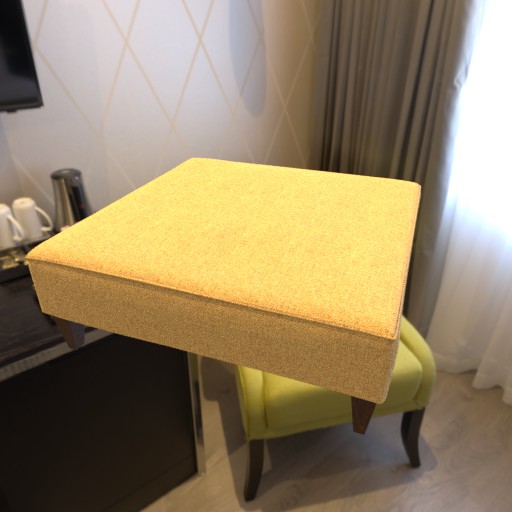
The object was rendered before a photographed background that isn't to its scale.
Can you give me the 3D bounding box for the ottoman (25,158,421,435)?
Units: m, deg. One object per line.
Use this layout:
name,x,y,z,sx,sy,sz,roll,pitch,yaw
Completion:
ottoman,0.000,0.000,1.501,0.981,0.378,0.970,10,31,18
